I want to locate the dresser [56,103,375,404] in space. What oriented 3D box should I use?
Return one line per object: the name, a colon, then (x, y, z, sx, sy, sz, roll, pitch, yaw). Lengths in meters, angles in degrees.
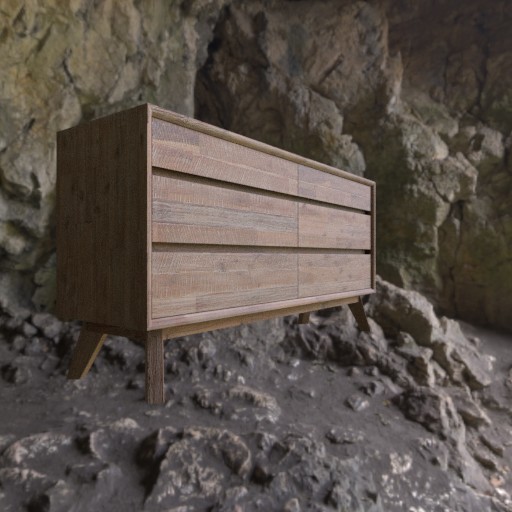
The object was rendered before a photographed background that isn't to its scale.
dresser: (0.000, 0.000, 1.924, 0.455, 0.805, 1.554, 0, 0, 37)
